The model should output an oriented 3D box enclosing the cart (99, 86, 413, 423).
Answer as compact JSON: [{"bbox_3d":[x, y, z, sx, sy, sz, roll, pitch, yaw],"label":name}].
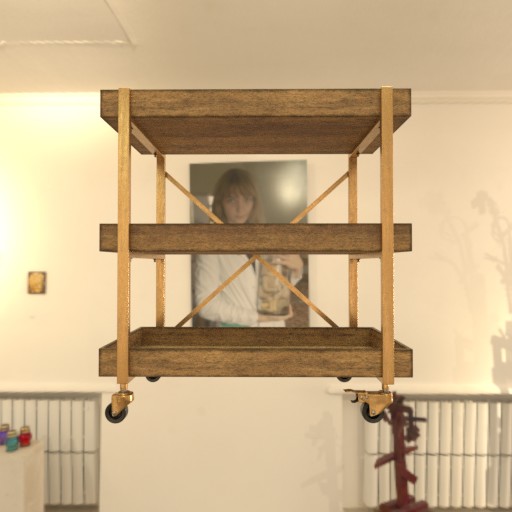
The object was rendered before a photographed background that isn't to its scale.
[{"bbox_3d":[0.000,0.000,1.246,0.750,0.799,0.416,0,-1,1],"label":"cart"}]
